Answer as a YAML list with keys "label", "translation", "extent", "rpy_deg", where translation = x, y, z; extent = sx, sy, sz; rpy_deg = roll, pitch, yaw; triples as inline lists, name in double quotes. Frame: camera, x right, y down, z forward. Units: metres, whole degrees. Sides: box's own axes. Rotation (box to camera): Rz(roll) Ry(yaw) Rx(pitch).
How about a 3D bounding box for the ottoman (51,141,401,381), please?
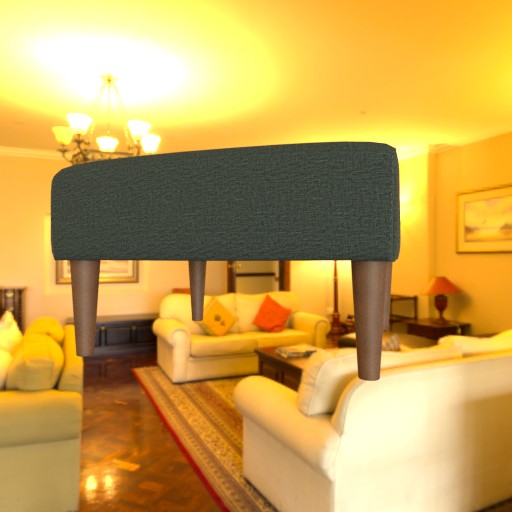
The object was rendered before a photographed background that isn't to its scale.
- label: "ottoman"
  translation: [0.000, 0.000, 1.047]
  extent: [0.650, 0.398, 0.649]
  rpy_deg: [0, 0, 18]
